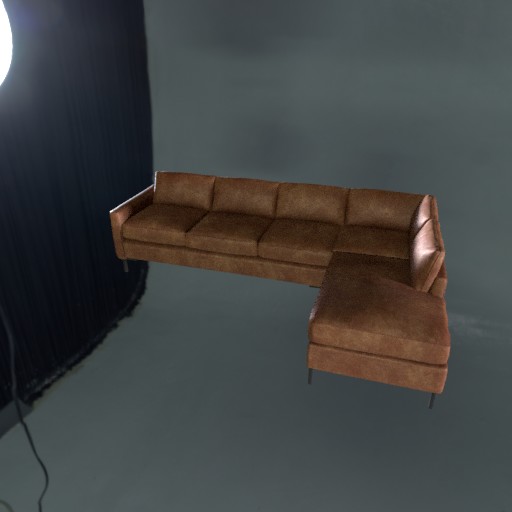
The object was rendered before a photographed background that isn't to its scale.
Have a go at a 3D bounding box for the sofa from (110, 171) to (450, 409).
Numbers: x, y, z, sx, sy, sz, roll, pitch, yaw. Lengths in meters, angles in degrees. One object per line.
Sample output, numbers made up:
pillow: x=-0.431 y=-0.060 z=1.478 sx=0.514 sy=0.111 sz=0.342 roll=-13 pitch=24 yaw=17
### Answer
sofa: x=0.000 y=0.000 z=3.811 sx=2.984 sy=0.877 sz=1.938 roll=8 pitch=28 yaw=15
